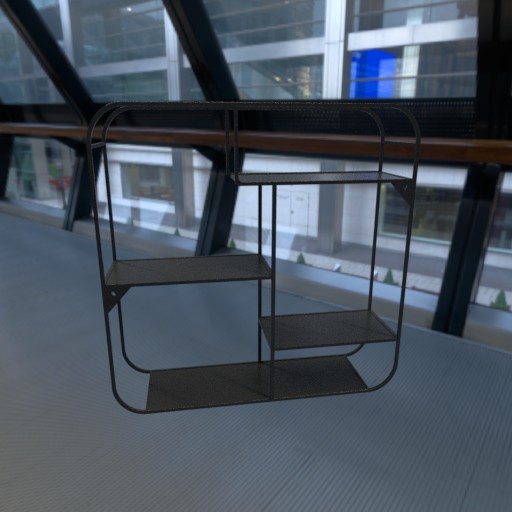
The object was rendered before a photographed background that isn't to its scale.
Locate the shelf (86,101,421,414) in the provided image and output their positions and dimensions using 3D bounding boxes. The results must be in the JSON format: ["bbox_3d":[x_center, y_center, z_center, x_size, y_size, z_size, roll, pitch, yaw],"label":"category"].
[{"bbox_3d":[0.000,0.000,0.927,0.600,0.600,0.160,-3,17,-9],"label":"shelf"}]
